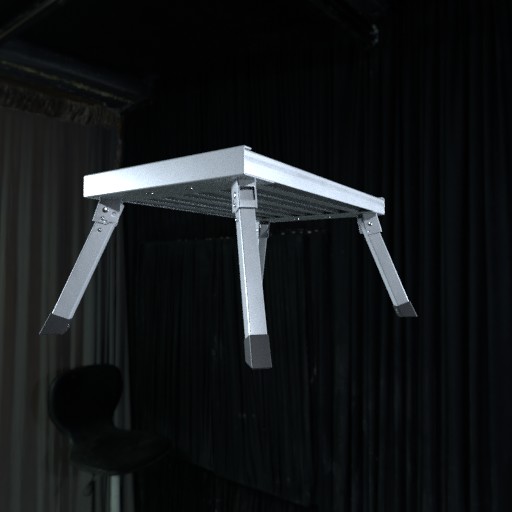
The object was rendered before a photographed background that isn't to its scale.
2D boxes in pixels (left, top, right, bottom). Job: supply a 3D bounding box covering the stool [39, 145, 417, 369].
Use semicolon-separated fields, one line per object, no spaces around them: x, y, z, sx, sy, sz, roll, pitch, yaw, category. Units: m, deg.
0.000;0.000;0.735;0.385;0.225;0.535;-1;-2;35;stool
